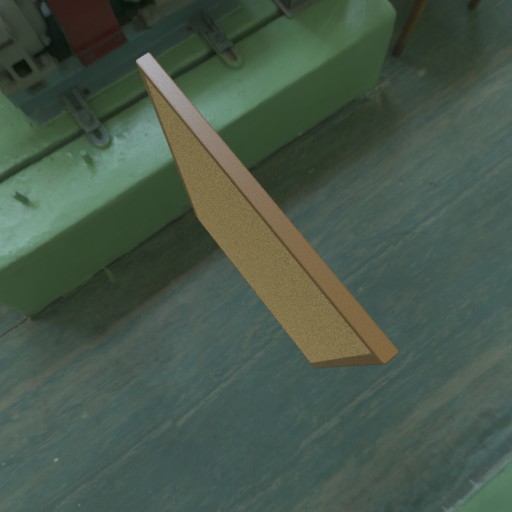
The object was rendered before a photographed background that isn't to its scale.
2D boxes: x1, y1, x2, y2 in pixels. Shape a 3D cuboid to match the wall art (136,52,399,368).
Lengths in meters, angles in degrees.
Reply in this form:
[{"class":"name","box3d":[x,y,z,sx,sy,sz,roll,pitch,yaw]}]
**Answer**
[{"class":"wall art","box3d":[0.000,0.000,0.755,0.021,0.550,0.449,-37,78,-9]}]
